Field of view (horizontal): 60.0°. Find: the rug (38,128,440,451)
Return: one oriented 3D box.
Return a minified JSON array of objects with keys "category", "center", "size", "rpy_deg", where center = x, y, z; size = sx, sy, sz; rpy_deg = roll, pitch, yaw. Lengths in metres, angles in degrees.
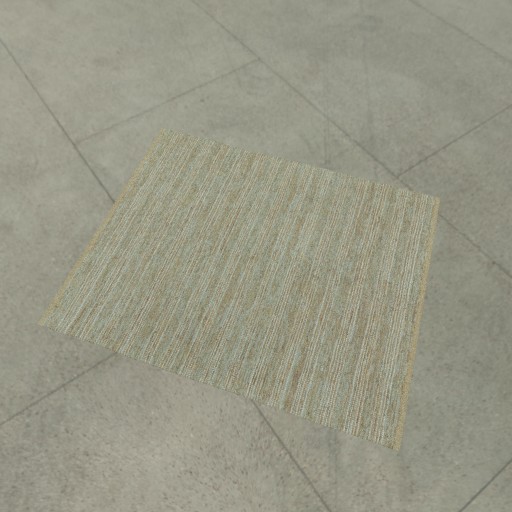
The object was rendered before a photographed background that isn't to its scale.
[{"category":"rug","center":[0.000,0.000,4.061],"size":[3.034,0.012,2.471],"rpy_deg":[16,60,10]}]
